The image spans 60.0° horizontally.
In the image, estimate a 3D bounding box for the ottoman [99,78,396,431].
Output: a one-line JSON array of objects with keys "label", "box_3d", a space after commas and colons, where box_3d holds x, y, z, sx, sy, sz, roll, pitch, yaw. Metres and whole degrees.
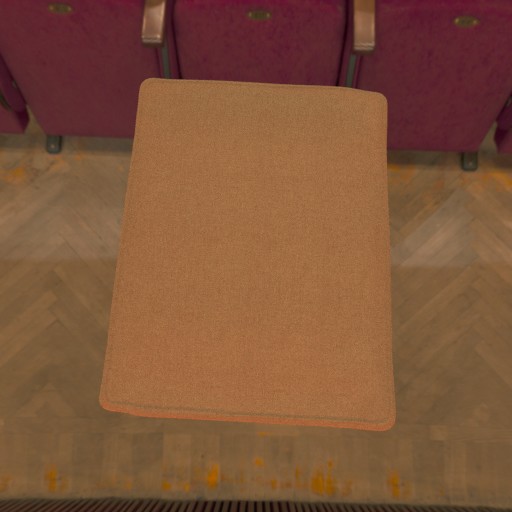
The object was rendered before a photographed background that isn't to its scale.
[{"label": "ottoman", "box_3d": [0.000, 0.000, 1.219, 0.650, 0.485, 0.833, 3, 76, 1]}]
